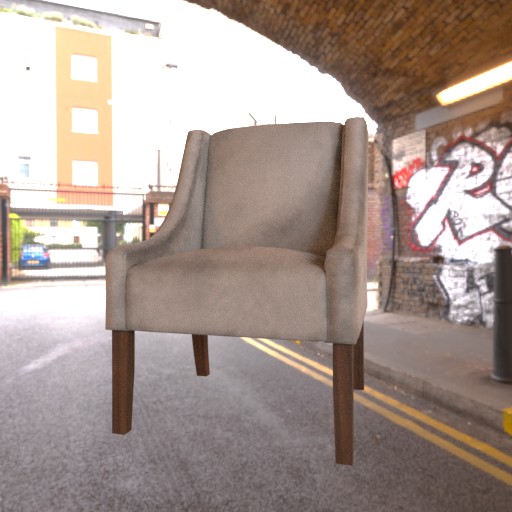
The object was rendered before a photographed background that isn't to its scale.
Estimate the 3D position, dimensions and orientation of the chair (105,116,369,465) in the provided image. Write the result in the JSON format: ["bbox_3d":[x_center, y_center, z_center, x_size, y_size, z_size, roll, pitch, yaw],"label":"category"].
[{"bbox_3d":[0.000,0.000,1.310,0.629,0.895,0.629,0,1,16],"label":"chair"}]
